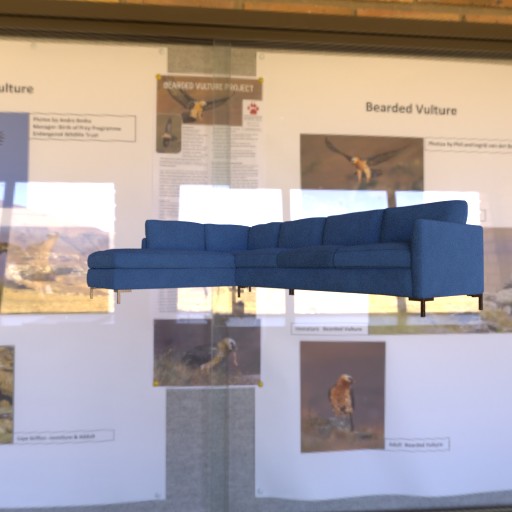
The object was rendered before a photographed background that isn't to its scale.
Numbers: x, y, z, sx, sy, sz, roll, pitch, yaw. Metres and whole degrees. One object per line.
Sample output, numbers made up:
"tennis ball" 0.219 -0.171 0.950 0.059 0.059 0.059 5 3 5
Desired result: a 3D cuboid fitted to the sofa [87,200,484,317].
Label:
"sofa" 0.000 0.000 3.790 2.007 0.815 2.949 1 -2 -37
